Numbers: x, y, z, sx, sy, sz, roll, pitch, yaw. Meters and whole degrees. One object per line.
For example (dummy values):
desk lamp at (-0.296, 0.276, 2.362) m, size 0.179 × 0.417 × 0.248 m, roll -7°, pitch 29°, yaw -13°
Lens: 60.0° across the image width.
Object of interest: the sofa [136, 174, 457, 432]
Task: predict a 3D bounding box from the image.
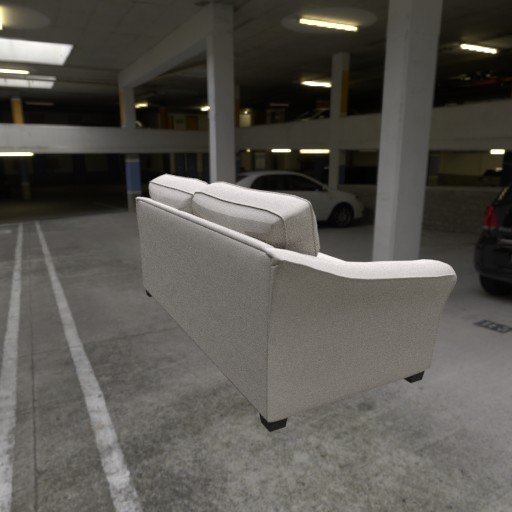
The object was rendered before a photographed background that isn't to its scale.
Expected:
sofa at (0.000, 0.000, 2.792) m, size 0.980 × 0.965 × 2.270 m, roll -7°, pitch 15°, yaw -27°
